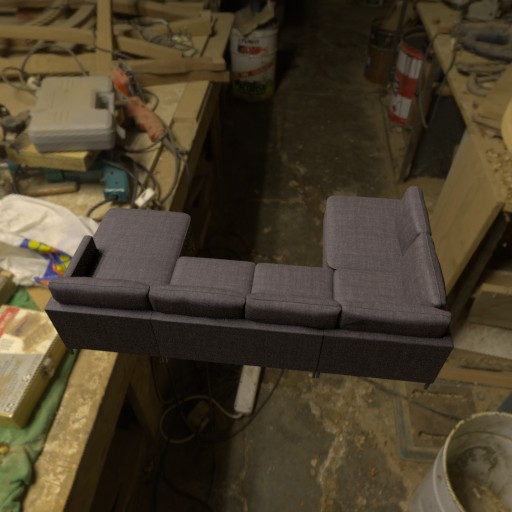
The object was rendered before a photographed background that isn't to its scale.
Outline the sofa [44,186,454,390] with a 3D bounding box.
[{"bbox_3d":[0.000,0.000,4.446,3.423,0.999,2.048,5,47,4],"label":"sofa"}]
